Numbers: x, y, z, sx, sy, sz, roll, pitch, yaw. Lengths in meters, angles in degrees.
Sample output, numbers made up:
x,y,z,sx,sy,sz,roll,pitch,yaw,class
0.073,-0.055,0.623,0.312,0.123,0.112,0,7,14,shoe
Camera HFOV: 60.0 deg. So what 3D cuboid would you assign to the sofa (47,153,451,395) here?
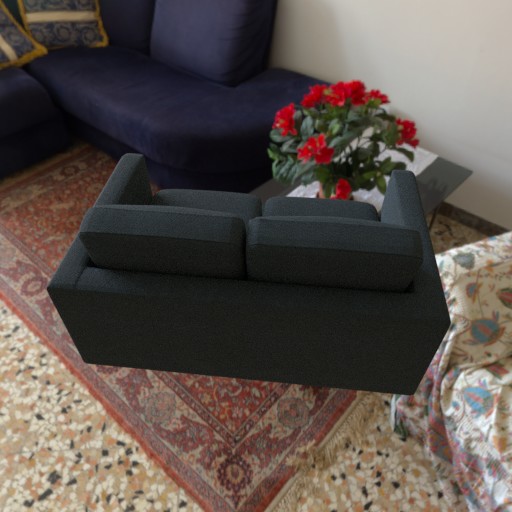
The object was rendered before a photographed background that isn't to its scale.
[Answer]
x,y,z,sx,sy,sz,roll,pitch,yaw,class
0.000,0.000,2.157,1.518,0.930,0.999,4,46,4,sofa
